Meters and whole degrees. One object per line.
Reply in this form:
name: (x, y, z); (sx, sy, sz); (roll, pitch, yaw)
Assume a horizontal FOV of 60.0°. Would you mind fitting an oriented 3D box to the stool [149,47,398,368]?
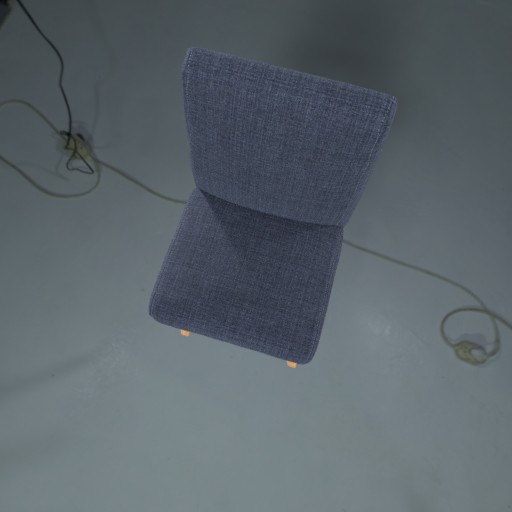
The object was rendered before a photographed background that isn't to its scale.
stool: (0.000, 0.000, 1.280); (0.459, 1.010, 0.526); (16, 76, 4)
